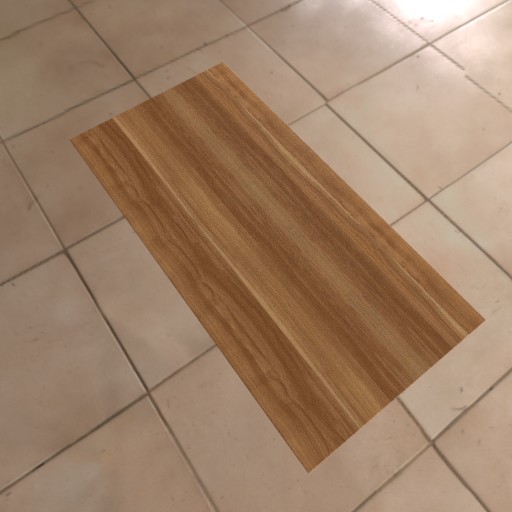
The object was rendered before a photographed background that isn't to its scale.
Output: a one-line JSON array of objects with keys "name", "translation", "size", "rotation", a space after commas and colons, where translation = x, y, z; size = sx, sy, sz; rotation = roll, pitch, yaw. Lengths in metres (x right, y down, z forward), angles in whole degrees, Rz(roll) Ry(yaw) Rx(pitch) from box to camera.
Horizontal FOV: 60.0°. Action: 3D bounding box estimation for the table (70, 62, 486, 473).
[{"name": "table", "translation": [0.000, 0.000, 2.490], "size": [1.000, 0.770, 2.000], "rotation": [-34, 68, -16]}]
